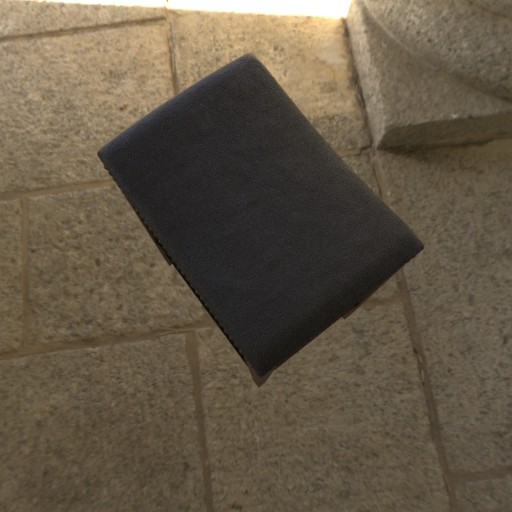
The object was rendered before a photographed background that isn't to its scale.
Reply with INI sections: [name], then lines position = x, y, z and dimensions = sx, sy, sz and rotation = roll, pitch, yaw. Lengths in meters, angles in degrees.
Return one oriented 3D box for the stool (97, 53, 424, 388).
[stool]
position = 0.000, 0.000, 1.042
dimensions = 0.361, 0.765, 0.500
rotation = -36, 78, -9
